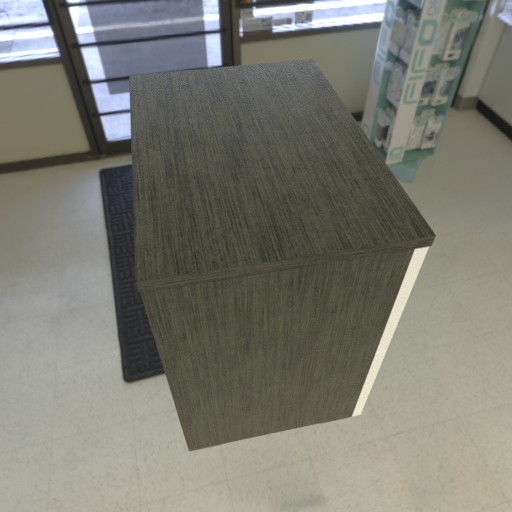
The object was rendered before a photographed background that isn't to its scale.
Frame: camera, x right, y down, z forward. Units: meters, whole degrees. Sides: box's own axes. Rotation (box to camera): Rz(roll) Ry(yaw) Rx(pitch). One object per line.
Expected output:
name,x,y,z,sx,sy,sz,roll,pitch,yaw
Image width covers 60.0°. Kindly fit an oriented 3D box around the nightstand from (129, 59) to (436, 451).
nightstand,0.000,0.000,0.758,0.325,0.460,0.441,-9,48,-8
